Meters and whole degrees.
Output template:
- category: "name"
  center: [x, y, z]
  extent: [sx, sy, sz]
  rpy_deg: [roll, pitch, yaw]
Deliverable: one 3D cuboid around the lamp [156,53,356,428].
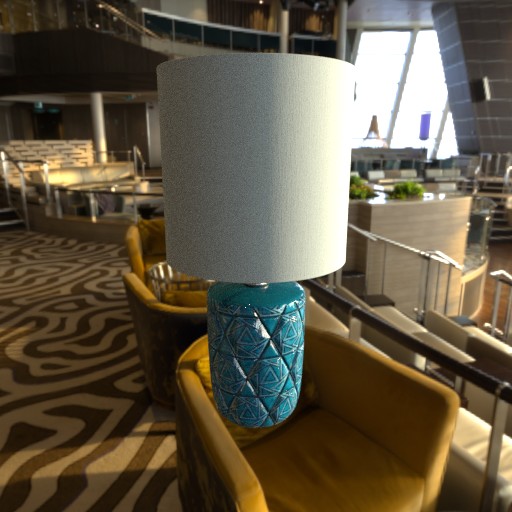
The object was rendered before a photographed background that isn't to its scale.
- category: "lamp"
  center: [0.000, 0.000, 0.486]
  extent: [0.193, 0.377, 0.193]
  rpy_deg: [-13, 19, -41]
